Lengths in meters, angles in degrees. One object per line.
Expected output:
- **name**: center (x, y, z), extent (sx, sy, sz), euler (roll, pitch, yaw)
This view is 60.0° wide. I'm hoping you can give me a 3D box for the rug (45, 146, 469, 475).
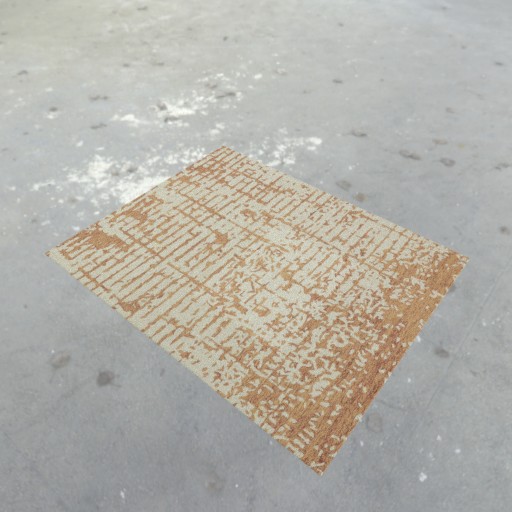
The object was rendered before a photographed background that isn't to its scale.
- **rug**: center (0.000, 0.000, 4.069), extent (3.050, 0.011, 2.441), euler (30, 52, 27)
